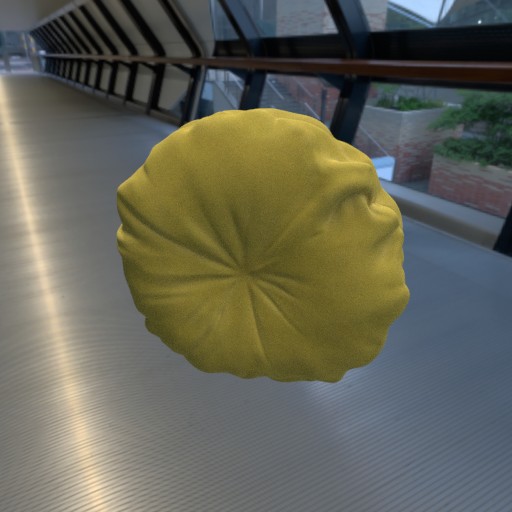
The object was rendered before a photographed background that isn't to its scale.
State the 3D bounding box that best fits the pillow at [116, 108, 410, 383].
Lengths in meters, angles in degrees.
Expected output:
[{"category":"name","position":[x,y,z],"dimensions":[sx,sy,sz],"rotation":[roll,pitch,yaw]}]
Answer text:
[{"category":"pillow","position":[0.000,0.000,0.642],"dimensions":[0.428,0.407,0.148],"rotation":[7,26,14]}]
